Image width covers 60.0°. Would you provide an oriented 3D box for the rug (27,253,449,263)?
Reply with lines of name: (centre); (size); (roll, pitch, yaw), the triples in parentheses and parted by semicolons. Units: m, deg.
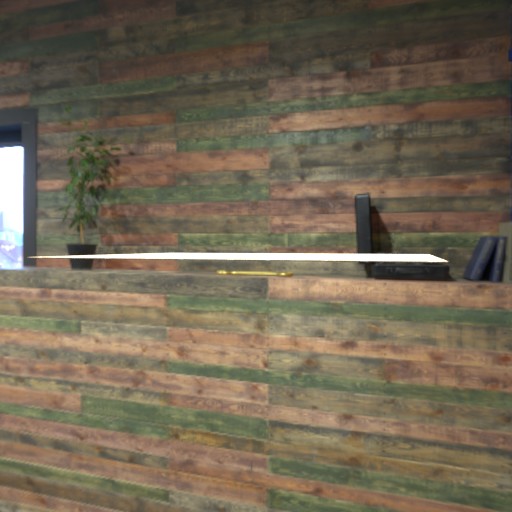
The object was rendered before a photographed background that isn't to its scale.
rug: (0.000, 0.000, 4.438); (3.353, 0.010, 2.438); (0, 1, 19)
